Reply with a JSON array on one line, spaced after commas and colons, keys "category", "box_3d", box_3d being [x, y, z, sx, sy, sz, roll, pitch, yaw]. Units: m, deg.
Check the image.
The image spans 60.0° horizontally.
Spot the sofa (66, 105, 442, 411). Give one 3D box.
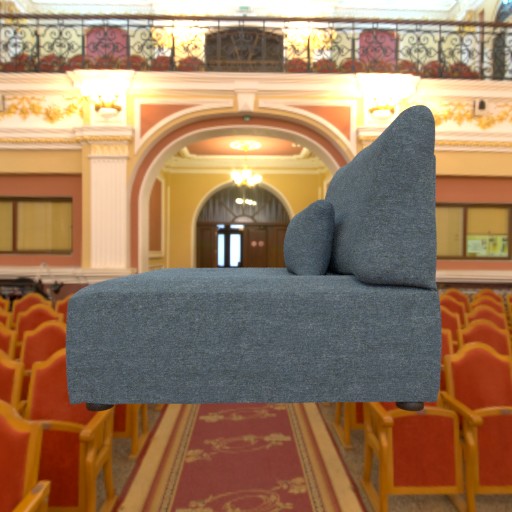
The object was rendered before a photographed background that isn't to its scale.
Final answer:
[{"category": "sofa", "box_3d": [0.000, 0.000, 1.613, 1.000, 0.820, 0.930, 0, 0, -1]}]
